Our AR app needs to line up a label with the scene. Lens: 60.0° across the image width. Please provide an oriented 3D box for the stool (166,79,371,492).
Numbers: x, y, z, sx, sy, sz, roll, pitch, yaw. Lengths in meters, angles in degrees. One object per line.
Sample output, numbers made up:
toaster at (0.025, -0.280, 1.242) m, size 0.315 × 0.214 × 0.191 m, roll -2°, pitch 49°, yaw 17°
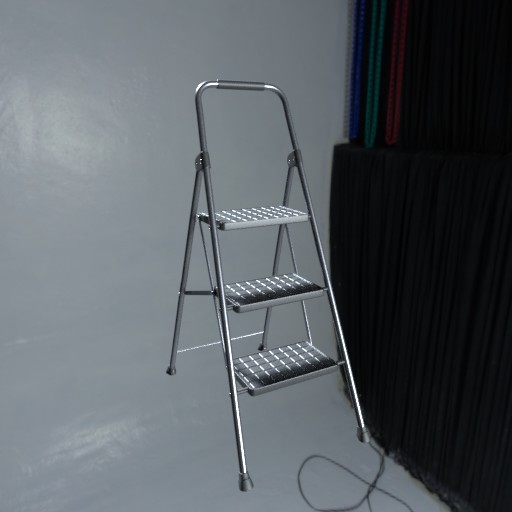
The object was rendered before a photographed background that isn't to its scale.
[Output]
stool at (0.000, 0.000, 1.491) m, size 0.473 × 1.121 × 0.733 m, roll -8°, pitch 18°, yaw -27°
